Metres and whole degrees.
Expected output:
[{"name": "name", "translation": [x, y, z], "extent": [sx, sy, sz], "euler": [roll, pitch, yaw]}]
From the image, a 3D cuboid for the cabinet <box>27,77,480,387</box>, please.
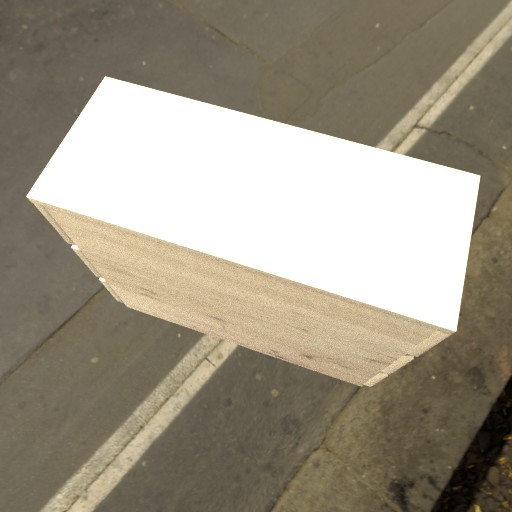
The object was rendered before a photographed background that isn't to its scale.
[{"name": "cabinet", "translation": [0.000, 0.000, 1.465], "extent": [1.040, 0.820, 0.420], "euler": [17, 66, 8]}]
